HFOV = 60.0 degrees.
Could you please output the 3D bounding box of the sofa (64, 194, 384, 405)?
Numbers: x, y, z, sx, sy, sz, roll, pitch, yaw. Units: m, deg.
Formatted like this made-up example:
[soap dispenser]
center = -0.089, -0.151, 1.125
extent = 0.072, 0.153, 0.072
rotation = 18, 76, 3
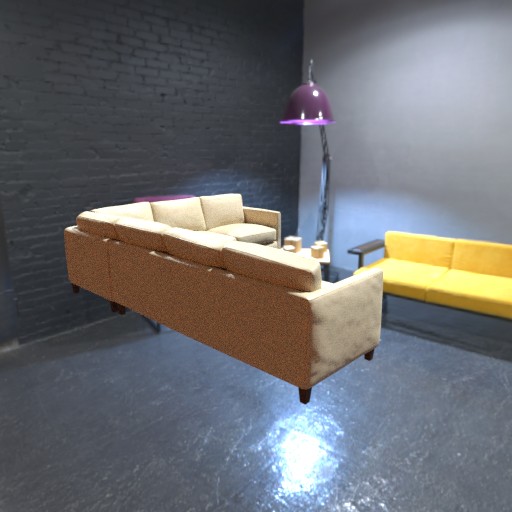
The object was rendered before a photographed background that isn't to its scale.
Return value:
[sofa]
center = 0.000, 0.000, 4.607
extent = 3.302, 0.947, 2.593
rotation = 13, 19, 42
